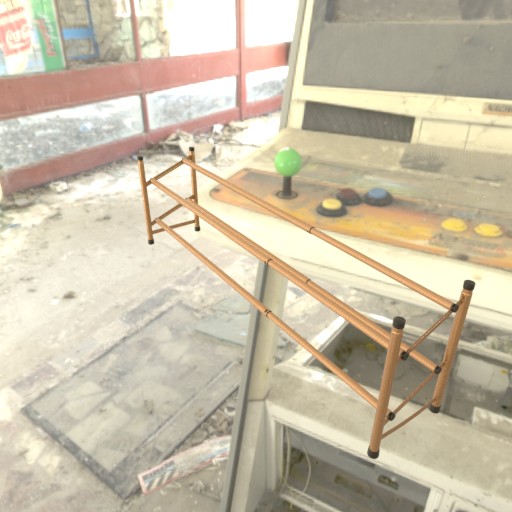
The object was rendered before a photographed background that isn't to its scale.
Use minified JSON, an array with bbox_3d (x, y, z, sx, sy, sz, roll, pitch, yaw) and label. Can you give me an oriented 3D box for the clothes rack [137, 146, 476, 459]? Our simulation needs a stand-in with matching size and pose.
[{"bbox_3d":[0.000,0.000,1.294,0.229,0.349,1.168,-19,34,-30],"label":"clothes rack"}]
